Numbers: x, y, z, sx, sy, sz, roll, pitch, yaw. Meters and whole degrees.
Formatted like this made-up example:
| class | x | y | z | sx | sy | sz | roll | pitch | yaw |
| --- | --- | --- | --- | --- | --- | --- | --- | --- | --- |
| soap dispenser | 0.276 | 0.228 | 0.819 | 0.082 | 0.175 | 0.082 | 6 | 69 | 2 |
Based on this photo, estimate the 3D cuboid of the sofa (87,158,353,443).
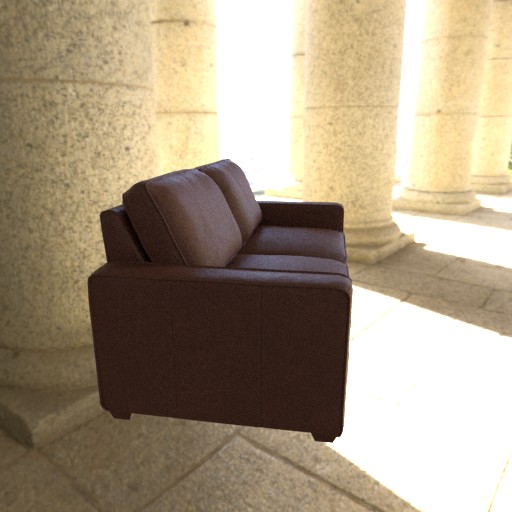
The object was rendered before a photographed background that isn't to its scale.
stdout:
| class | x | y | z | sx | sy | sz | roll | pitch | yaw |
| --- | --- | --- | --- | --- | --- | --- | --- | --- | --- |
| sofa | 0.000 | 0.000 | 2.311 | 0.947 | 0.918 | 1.709 | 3 | 16 | 9 |
